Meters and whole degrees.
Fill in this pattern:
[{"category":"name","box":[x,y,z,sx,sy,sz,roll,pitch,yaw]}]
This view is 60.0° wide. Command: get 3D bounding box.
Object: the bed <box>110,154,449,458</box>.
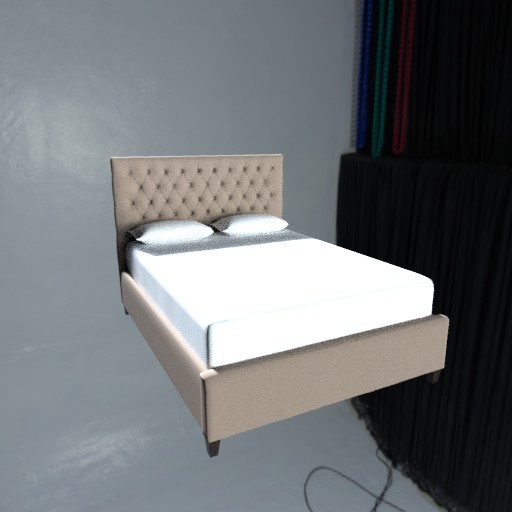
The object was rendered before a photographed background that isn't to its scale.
[{"category":"bed","box":[0.000,0.000,3.367,1.696,1.426,2.233,-7,16,-26]}]
